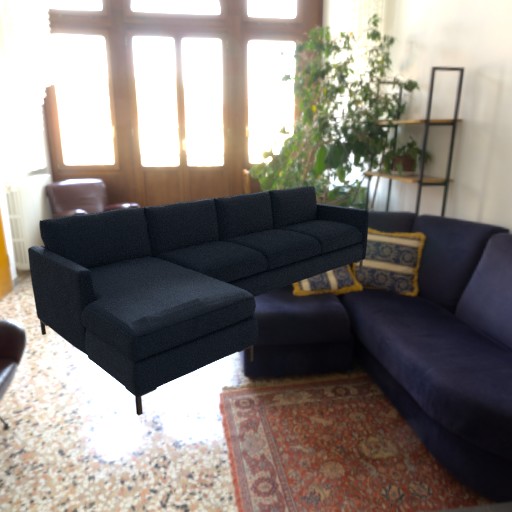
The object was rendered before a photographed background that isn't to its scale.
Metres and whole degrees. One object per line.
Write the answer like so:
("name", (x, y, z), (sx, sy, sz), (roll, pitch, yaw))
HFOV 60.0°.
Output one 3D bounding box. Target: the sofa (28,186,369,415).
("sofa", (0.000, 0.000, 2.878), (2.450, 0.679, 1.128), (-15, 21, -43))
